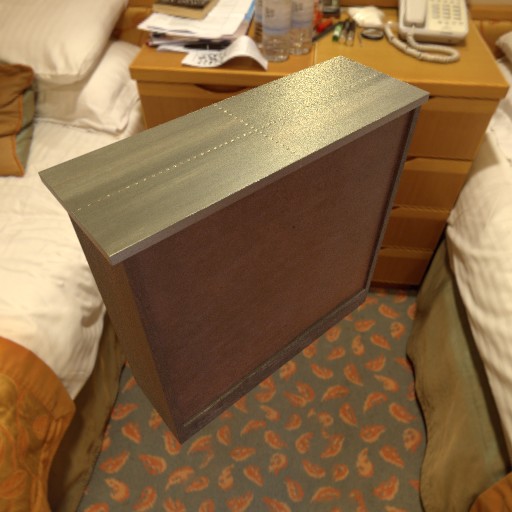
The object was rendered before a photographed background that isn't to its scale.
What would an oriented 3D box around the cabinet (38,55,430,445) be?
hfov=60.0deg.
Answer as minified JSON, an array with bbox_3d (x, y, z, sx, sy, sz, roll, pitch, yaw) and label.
[{"bbox_3d":[0.000,0.000,1.426,0.968,0.919,0.338,-31,54,-26],"label":"cabinet"}]
